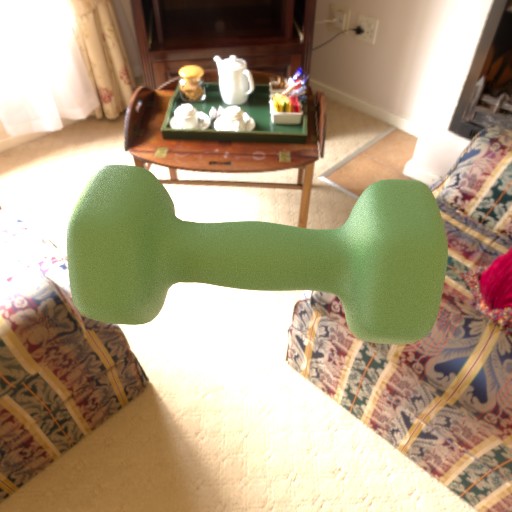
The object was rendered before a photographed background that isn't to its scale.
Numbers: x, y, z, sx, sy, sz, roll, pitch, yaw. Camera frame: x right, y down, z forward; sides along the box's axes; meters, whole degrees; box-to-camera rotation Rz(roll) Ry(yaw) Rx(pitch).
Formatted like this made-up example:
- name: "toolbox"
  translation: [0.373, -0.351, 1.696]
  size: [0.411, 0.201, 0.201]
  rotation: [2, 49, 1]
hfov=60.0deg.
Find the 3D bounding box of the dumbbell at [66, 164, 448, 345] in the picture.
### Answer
- name: "dumbbell"
  translation: [0.000, 0.000, 0.330]
  size: [0.257, 0.114, 0.126]
  rotation: [4, 47, 4]
